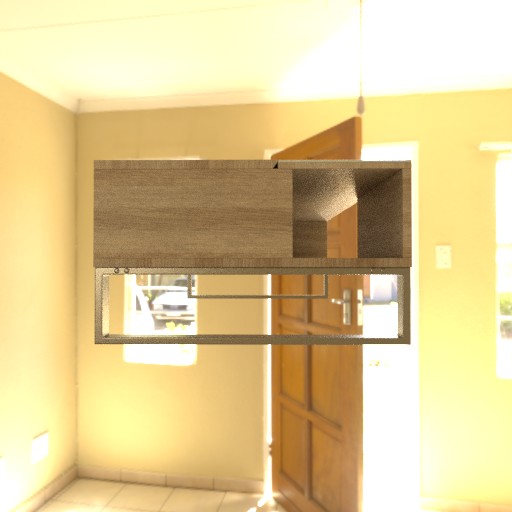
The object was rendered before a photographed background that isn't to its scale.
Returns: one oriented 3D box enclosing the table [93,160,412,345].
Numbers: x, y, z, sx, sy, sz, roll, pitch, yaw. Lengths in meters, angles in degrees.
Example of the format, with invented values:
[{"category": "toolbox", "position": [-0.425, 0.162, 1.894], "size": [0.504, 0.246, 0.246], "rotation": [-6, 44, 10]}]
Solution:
[{"category": "table", "position": [0.000, 0.000, 1.383], "size": [0.600, 0.350, 1.100], "rotation": [0, -1, 1]}]
